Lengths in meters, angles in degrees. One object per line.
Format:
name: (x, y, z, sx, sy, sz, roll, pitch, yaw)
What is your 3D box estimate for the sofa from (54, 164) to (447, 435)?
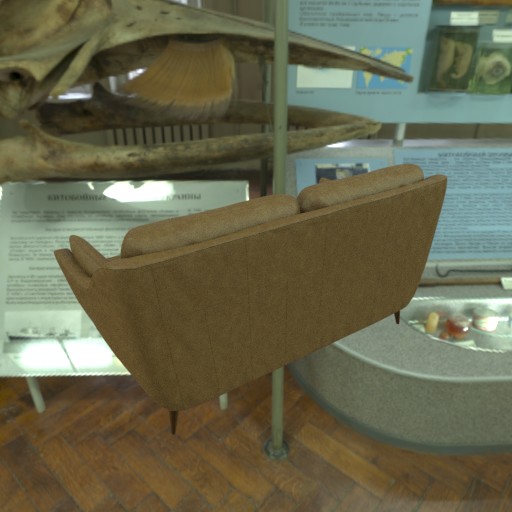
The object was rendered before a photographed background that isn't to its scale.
sofa: (0.000, 0.000, 2.244, 1.731, 0.886, 0.981, -17, 33, -29)
